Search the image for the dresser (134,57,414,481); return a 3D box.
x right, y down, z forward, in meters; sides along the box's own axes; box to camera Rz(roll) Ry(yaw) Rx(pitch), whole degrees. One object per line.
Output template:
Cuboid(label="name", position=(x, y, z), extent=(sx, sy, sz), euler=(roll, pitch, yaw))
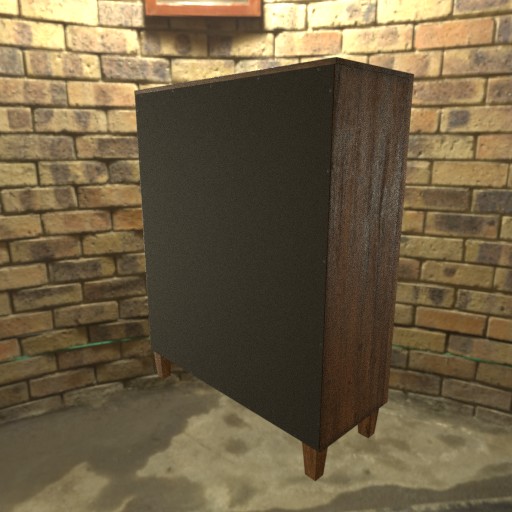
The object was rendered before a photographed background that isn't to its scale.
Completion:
Cuboid(label="dresser", position=(0.000, 0.000, 1.859), extent=(0.438, 1.359, 1.067), euler=(-13, 19, -42))
